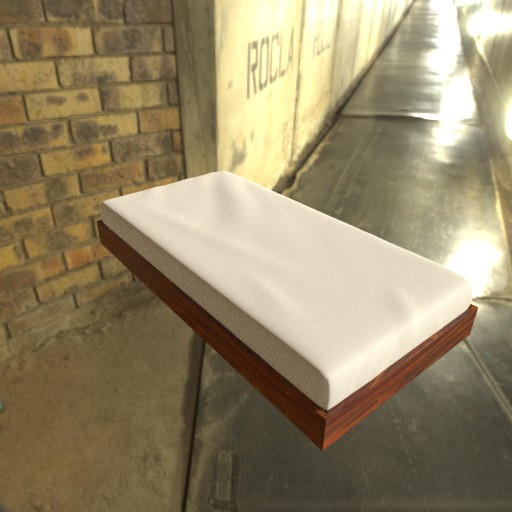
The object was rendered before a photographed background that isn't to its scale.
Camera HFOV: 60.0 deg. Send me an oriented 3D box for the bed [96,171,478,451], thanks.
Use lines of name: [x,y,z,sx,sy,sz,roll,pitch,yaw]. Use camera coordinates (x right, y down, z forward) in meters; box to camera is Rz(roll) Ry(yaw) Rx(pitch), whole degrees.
bed: [0.000,0.000,2.261,0.940,0.312,1.860,-22,36,-33]
